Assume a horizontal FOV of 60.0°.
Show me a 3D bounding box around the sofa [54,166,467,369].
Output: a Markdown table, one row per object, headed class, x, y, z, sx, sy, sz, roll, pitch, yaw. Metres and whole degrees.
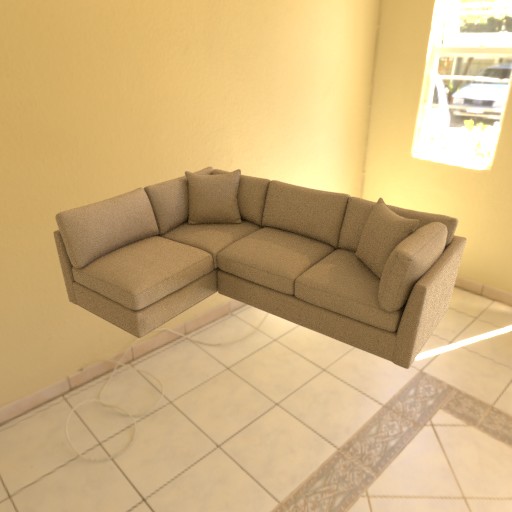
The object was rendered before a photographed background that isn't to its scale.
| class | x | y | z | sx | sy | sz | roll | pitch | yaw |
| --- | --- | --- | --- | --- | --- | --- | --- | --- | --- |
| sofa | 0.000 | 0.000 | 3.819 | 2.896 | 0.978 | 1.994 | 18 | 31 | 33 |
